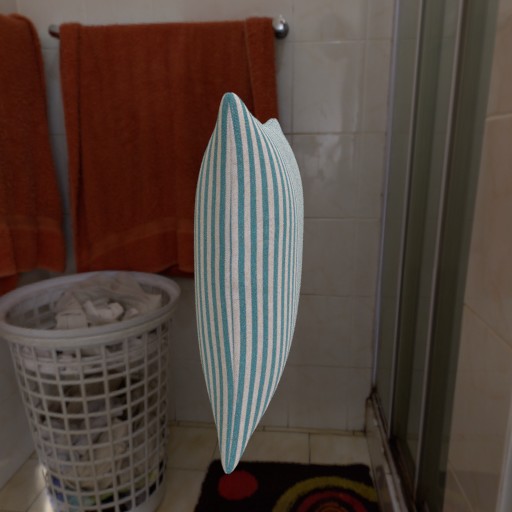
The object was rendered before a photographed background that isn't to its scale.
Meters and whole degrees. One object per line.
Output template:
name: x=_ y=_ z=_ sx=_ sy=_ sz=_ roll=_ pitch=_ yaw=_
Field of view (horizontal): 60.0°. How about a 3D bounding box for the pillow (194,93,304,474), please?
pillow: x=0.000 y=0.000 z=0.812 sx=0.166 sy=0.510 sz=0.523 roll=2 pitch=14 yaw=8
